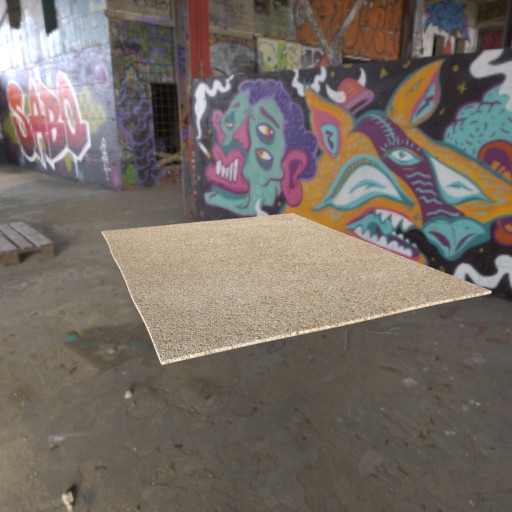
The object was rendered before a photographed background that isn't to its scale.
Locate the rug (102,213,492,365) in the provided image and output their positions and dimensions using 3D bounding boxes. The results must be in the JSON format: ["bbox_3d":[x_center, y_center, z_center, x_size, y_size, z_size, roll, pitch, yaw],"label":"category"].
[{"bbox_3d":[0.000,0.000,4.052,2.400,0.025,3.000,-8,19,-23],"label":"rug"}]
